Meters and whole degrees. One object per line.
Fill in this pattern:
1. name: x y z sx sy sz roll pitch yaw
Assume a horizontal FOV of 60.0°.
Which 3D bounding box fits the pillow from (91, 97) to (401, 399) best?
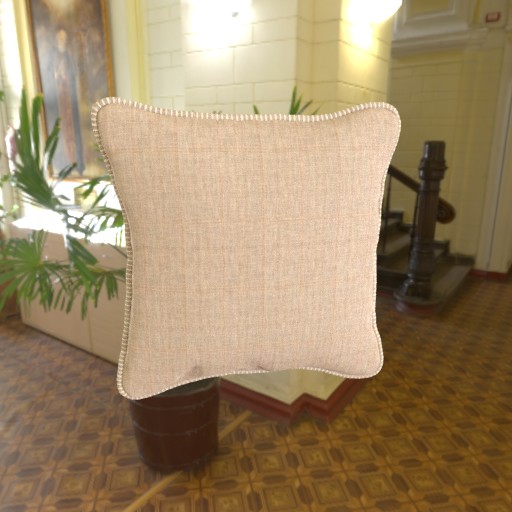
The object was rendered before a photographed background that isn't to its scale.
1. pillow: 0.000 0.000 0.739 0.485 0.494 0.124 -3 15 -10
